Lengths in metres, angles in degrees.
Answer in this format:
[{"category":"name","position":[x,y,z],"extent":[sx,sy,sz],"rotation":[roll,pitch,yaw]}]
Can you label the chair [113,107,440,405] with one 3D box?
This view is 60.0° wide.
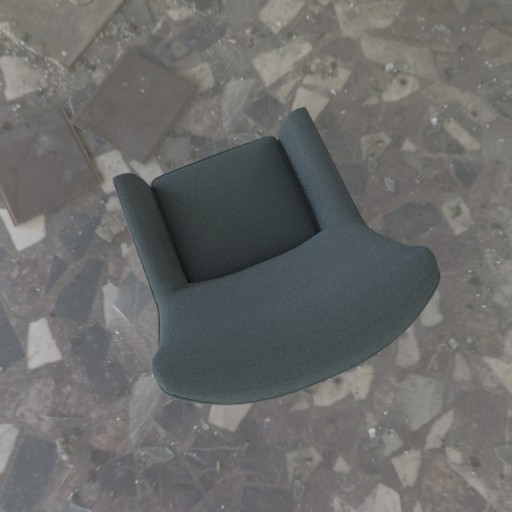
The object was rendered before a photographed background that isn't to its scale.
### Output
[{"category":"chair","position":[0.000,0.000,1.563],"extent":[0.756,0.916,0.879],"rotation":[-22,77,-5]}]
